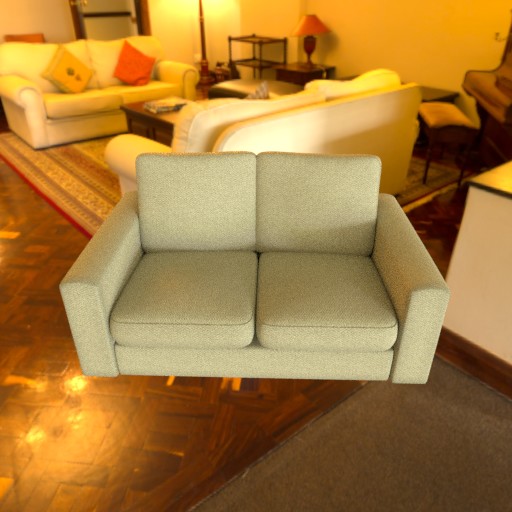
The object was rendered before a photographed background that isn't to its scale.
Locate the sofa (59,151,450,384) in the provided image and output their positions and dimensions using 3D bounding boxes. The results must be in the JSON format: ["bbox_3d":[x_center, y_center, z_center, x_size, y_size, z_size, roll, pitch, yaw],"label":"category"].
[{"bbox_3d":[0.000,0.000,2.264,1.616,0.873,1.016,1,31,1],"label":"sofa"}]
